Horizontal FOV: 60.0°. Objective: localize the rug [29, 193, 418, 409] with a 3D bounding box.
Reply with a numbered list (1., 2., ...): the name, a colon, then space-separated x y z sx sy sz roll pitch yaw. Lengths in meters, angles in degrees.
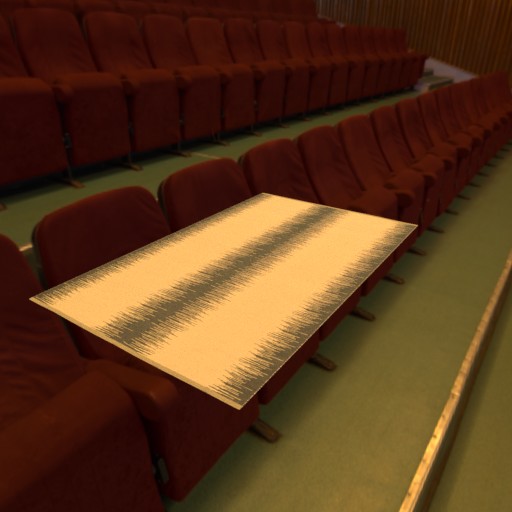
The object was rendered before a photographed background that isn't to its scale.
1. rug: 0.000 0.000 3.089 1.519 0.003 2.453 17 30 31
